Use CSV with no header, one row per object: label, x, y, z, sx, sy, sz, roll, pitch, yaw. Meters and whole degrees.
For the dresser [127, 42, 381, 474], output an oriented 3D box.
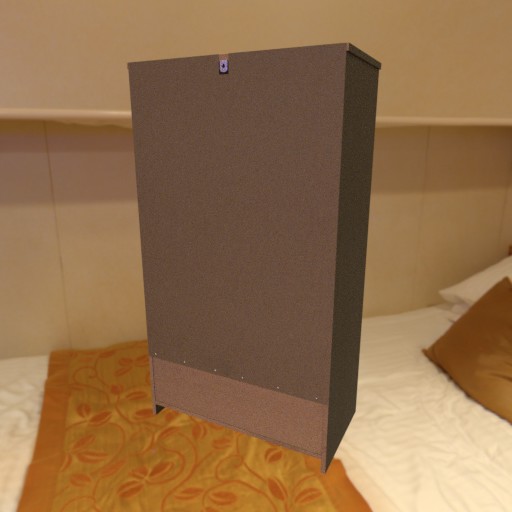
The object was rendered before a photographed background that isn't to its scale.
dresser,0.000,0.000,1.558,0.704,1.255,0.399,8,17,26
